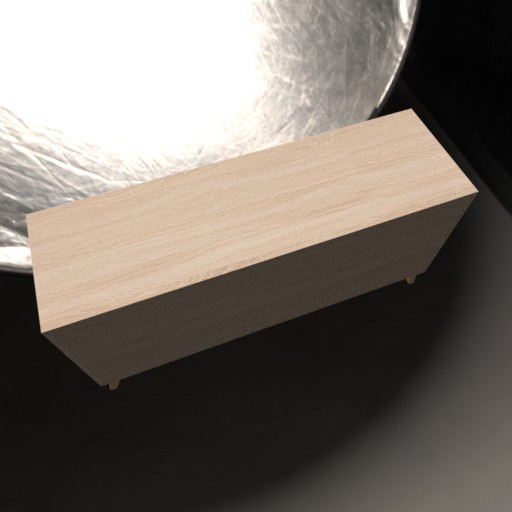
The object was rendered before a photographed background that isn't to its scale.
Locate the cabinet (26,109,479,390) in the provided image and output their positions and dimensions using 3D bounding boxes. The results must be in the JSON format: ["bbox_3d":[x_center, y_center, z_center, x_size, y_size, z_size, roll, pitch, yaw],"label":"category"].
[{"bbox_3d":[0.000,0.000,2.017,1.649,0.780,0.500,-18,61,-10],"label":"cabinet"}]
